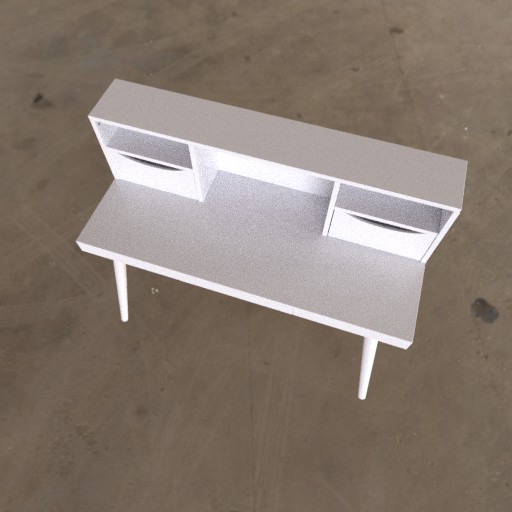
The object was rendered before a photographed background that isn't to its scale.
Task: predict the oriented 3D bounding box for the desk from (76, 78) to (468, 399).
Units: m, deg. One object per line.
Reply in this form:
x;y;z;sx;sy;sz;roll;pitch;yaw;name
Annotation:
0.000;0.000;1.756;1.199;0.990;0.559;16;62;9;desk
